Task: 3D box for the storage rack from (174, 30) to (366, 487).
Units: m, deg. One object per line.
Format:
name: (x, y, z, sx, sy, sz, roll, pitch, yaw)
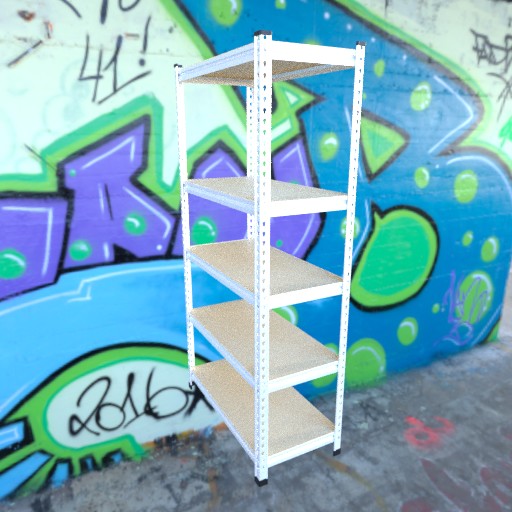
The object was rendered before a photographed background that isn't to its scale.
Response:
storage rack: (0.000, 0.000, 2.191, 0.457, 1.829, 0.914, -8, 18, -27)
